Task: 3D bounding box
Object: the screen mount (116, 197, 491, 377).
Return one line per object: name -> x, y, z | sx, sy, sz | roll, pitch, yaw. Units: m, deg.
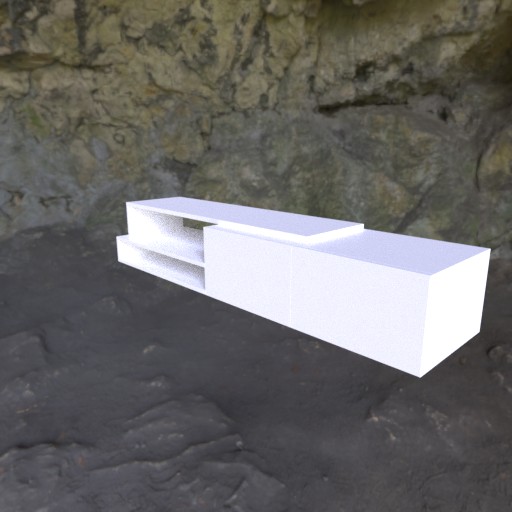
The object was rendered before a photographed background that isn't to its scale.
screen mount -> 0.000, 0.000, 1.867 | 0.420, 0.320, 1.680 | -14, 20, -43
